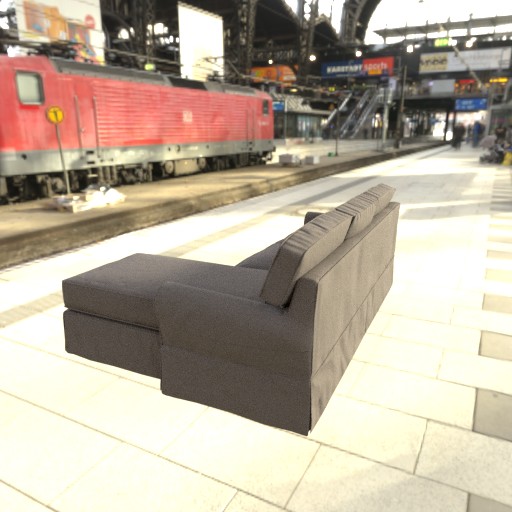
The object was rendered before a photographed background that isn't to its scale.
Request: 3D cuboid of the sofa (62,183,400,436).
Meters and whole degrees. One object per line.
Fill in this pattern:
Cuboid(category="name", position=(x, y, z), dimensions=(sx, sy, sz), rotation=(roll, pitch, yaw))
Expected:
Cuboid(category="sofa", position=(0.000, 0.000, 3.378), dimensions=(1.733, 0.978, 2.475), rotation=(8, 18, 25))
